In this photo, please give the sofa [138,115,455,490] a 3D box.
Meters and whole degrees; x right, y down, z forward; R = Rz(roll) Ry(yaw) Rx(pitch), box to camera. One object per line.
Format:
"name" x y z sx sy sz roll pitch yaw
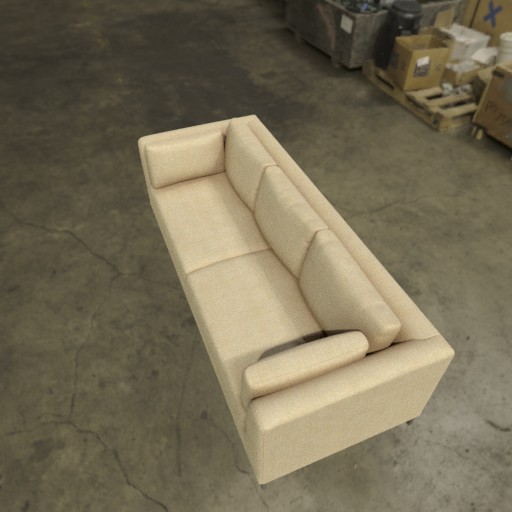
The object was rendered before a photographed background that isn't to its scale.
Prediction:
"sofa" 0.000 0.000 2.879 0.969 0.867 2.415 -16 47 -16
